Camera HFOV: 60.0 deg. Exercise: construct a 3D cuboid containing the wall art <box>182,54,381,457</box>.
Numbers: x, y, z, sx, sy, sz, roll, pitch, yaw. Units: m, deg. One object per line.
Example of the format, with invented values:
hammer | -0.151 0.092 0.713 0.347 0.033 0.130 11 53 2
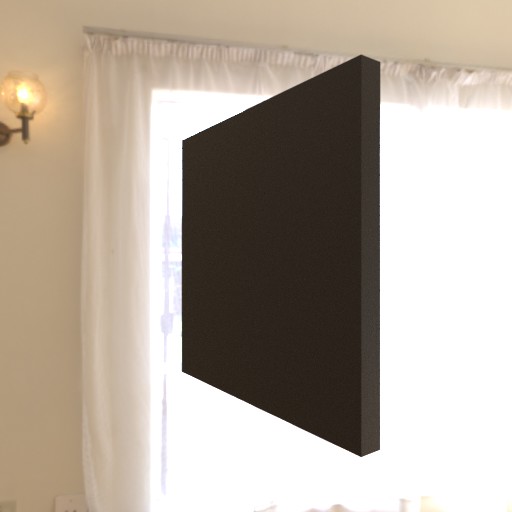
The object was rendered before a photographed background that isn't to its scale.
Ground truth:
wall art | 0.000 0.000 0.774 0.038 0.507 0.507 0 0 -36
